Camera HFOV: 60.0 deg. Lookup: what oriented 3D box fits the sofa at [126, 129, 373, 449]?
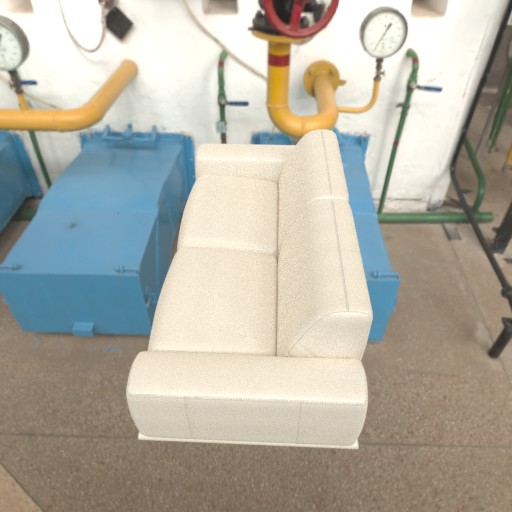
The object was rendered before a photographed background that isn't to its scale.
[{"bbox_3d":[0.000,0.000,2.345,0.900,0.772,1.901,2,41,2],"label":"sofa"}]
